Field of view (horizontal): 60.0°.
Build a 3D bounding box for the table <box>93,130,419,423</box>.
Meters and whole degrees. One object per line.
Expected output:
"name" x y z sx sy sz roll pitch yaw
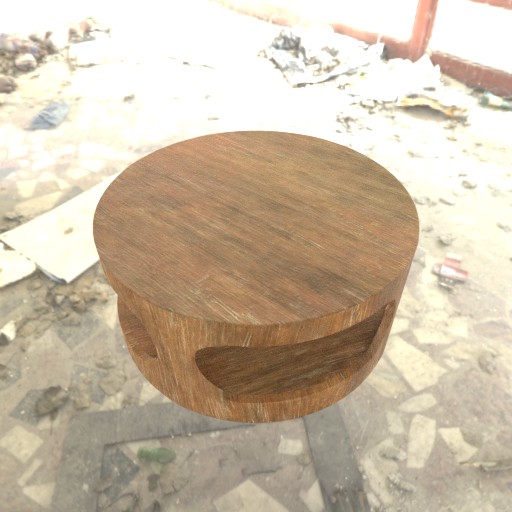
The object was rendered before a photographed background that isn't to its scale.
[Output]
"table" 0.000 0.000 1.518 0.974 0.450 0.974 0 42 0
